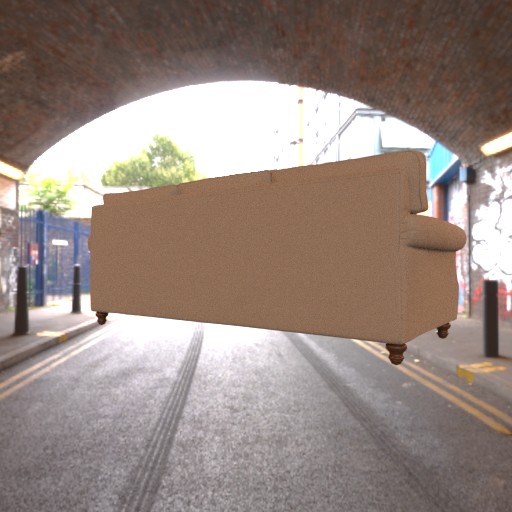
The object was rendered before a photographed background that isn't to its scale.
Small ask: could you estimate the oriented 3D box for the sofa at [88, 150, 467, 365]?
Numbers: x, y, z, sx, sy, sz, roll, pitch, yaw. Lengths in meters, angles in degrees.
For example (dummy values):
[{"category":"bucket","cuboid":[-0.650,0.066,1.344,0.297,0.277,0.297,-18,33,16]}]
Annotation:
[{"category":"sofa","cuboid":[0.000,0.000,2.809,2.354,0.948,0.966,-1,-1,36]}]
